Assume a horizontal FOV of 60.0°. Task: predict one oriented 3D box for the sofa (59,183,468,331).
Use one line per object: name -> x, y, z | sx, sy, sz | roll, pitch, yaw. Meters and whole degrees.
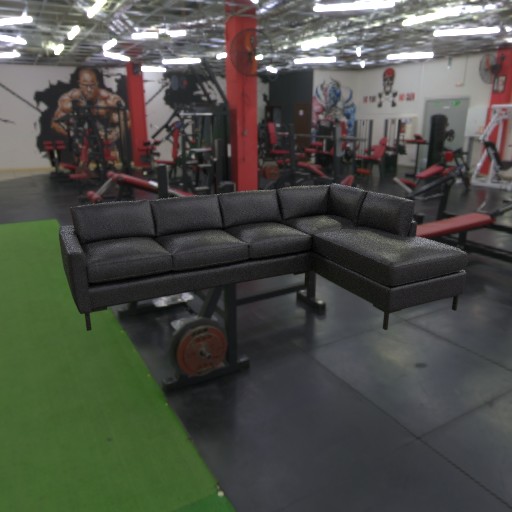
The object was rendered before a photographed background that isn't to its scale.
sofa -> 0.000, 0.000, 3.829 | 2.984, 0.877, 1.938 | -9, 20, -26
